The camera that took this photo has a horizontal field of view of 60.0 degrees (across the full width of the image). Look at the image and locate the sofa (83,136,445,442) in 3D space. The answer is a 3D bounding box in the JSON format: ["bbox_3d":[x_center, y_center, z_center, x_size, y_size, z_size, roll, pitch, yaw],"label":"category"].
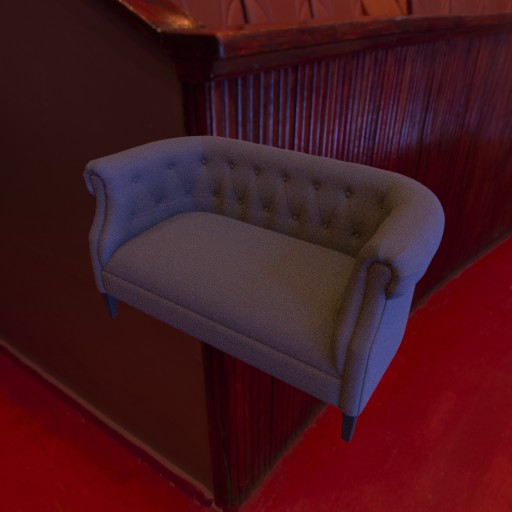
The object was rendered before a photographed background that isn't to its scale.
[{"bbox_3d":[0.000,0.000,2.082,1.558,0.827,0.835,19,36,29],"label":"sofa"}]
